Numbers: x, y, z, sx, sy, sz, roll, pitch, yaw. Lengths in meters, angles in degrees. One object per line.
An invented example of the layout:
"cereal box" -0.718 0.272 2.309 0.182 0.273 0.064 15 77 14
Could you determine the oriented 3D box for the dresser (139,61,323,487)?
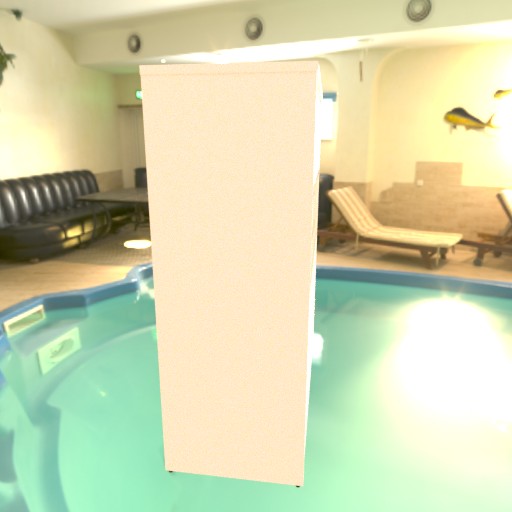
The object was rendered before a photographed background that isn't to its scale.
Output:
"dresser" 0.000 0.000 1.435 0.380 1.040 0.800 2 15 9
